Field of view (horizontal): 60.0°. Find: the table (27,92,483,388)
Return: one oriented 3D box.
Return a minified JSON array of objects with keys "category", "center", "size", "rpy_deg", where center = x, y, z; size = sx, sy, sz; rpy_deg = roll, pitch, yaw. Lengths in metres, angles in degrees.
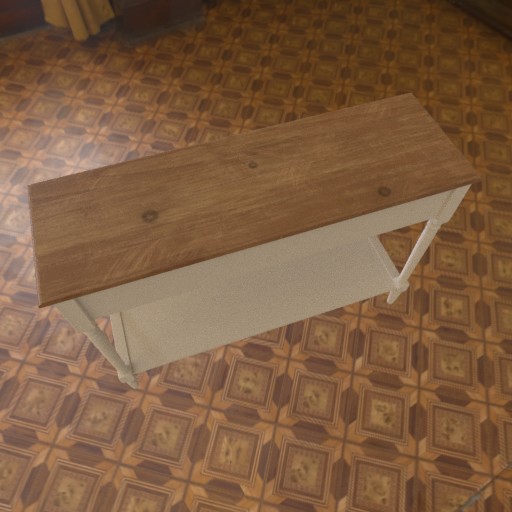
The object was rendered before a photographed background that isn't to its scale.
[{"category":"table","center":[0.000,0.000,1.575],"size":[1.219,0.800,0.399],"rpy_deg":[-16,59,-10]}]
